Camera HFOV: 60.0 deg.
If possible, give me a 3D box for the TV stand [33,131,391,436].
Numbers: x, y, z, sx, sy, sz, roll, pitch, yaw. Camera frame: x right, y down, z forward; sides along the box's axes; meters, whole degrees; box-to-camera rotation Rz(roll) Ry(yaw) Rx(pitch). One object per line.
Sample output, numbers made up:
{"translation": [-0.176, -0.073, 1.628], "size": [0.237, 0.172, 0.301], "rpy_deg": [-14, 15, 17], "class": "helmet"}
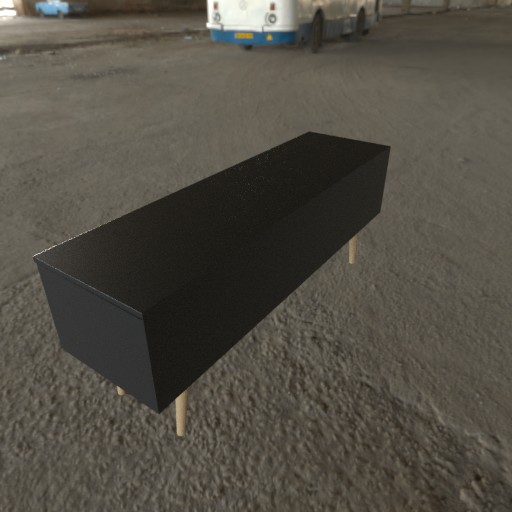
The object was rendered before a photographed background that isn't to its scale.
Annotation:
{"translation": [0.000, 0.000, 1.546], "size": [0.390, 0.518, 1.312], "rpy_deg": [20, 37, 30], "class": "TV stand"}
